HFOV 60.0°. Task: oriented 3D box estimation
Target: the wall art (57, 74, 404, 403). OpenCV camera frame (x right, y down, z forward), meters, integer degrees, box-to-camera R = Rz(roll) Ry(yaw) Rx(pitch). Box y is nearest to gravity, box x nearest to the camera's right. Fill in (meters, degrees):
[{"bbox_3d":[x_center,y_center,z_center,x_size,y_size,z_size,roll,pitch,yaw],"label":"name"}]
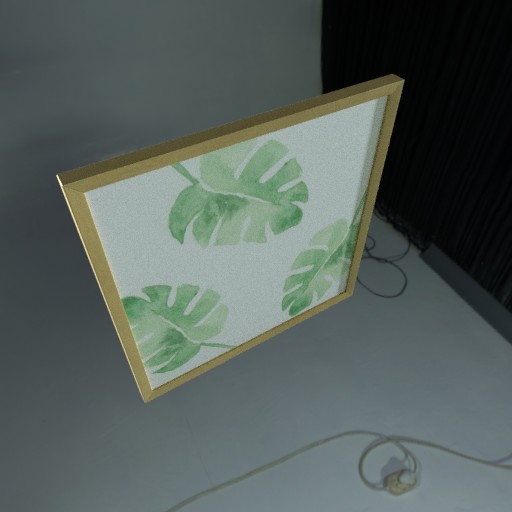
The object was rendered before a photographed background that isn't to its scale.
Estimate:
[{"bbox_3d":[0.000,0.000,1.143,0.763,0.763,0.037,-24,50,-21],"label":"wall art"}]
